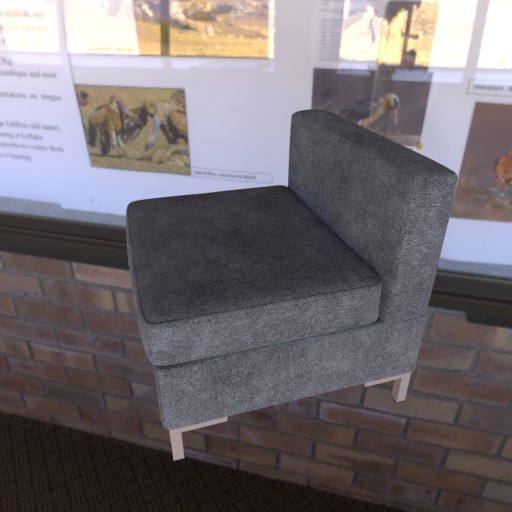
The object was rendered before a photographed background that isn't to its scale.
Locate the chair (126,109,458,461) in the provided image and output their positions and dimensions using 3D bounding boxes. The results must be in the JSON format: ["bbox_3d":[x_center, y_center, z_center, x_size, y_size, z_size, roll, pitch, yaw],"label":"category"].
[{"bbox_3d":[0.000,0.000,1.235,0.680,0.660,0.680,-9,31,-15],"label":"chair"}]
